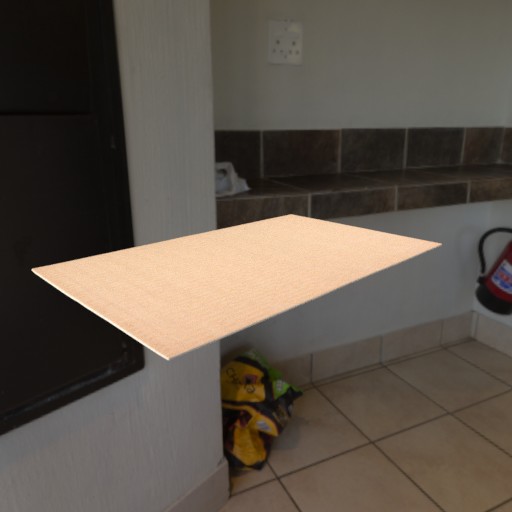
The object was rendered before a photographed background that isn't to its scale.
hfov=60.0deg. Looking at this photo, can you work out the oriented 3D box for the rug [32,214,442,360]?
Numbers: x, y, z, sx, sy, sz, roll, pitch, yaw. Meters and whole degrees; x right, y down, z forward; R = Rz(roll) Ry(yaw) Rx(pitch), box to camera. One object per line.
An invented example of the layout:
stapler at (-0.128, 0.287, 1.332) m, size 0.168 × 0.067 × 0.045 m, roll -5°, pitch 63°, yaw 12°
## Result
rug at (0.000, 0.000, 3.045) m, size 2.441 × 0.014 × 1.531 m, roll -16°, pitch 23°, yaw -42°
